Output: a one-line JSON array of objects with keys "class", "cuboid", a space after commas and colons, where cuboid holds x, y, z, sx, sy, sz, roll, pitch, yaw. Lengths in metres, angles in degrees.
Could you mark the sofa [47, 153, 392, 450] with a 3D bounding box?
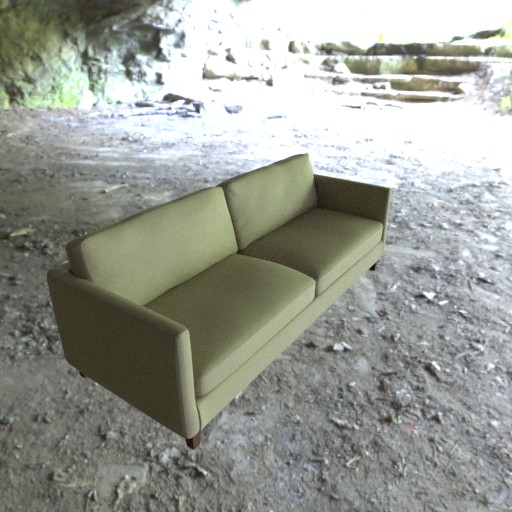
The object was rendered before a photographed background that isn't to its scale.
[{"class": "sofa", "cuboid": [0.000, 0.000, 2.971, 0.988, 0.912, 2.404, 18, 31, 32]}]
